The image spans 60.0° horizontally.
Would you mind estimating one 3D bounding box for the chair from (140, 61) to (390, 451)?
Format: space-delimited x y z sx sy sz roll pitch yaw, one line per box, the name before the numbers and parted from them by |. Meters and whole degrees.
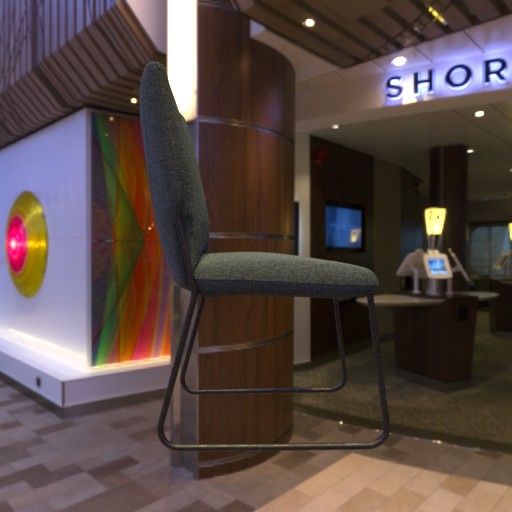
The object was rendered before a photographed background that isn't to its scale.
chair | 0.000 0.000 1.271 0.635 0.931 0.480 0 1 -2
